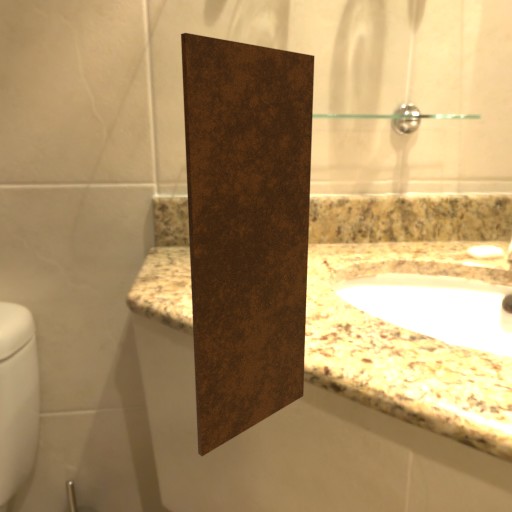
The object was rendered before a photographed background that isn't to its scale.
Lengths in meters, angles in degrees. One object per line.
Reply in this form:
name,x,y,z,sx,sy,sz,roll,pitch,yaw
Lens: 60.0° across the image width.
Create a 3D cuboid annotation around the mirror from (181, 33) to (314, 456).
mirror,0.000,0.000,2.340,0.812,2.031,0.032,-14,21,-41
